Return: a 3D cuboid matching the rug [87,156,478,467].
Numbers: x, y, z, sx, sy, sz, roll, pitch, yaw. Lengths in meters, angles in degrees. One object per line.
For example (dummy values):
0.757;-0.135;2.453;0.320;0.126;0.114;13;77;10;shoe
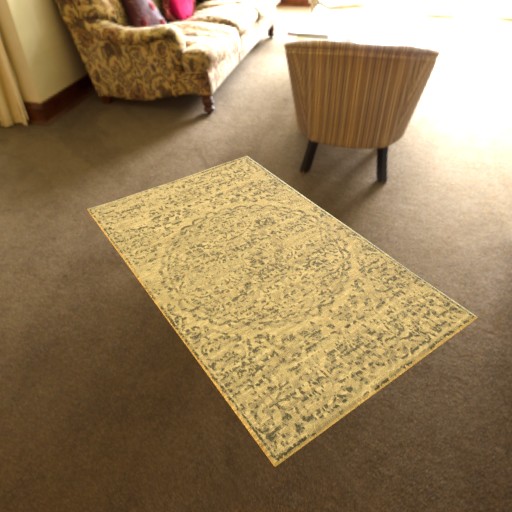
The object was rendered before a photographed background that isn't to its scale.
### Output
0.000;0.000;3.074;1.527;0.021;2.447;-25;47;-26;rug
